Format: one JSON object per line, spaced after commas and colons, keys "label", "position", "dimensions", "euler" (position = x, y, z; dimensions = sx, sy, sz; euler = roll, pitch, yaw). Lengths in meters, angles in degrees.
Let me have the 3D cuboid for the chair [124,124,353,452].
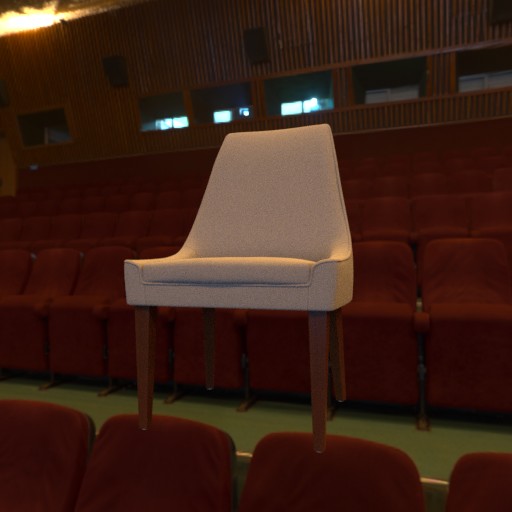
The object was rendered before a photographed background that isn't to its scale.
{"label": "chair", "position": [0.000, 0.000, 1.256], "dimensions": [0.529, 0.861, 0.544], "euler": [0, -2, 18]}
